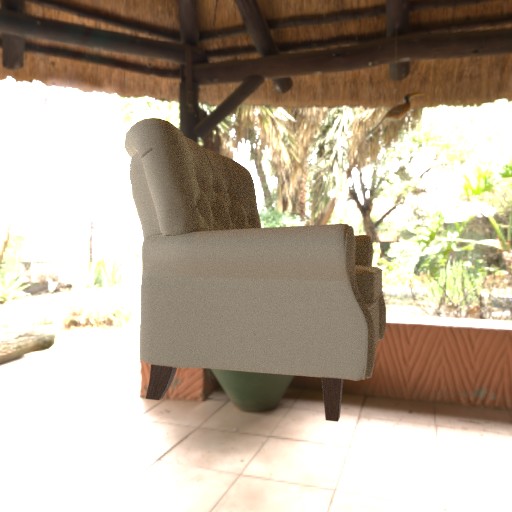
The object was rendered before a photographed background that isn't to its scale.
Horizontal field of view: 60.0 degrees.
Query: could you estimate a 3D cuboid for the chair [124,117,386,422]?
[{"bbox_3d":[0.000,0.000,2.069,1.132,1.169,1.035,0,0,19],"label":"chair"}]
